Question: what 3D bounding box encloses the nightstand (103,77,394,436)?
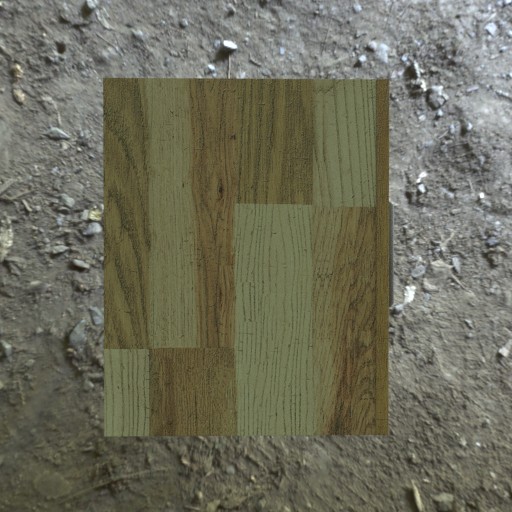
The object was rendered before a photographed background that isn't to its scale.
[{"bbox_3d":[0.000,0.000,1.004,0.481,0.632,0.558,0,91,-1],"label":"nightstand"}]
